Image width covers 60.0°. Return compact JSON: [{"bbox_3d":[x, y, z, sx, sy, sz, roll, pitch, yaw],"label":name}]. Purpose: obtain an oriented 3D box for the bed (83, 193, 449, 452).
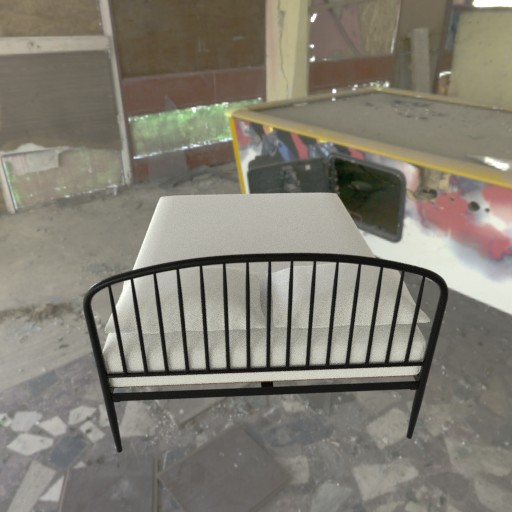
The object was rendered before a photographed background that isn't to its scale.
[{"bbox_3d":[0.000,0.000,3.052,1.618,1.166,2.159,-2,28,-3],"label":"bed"}]
